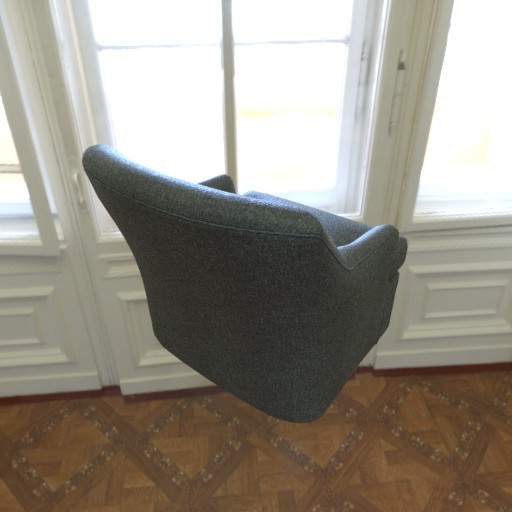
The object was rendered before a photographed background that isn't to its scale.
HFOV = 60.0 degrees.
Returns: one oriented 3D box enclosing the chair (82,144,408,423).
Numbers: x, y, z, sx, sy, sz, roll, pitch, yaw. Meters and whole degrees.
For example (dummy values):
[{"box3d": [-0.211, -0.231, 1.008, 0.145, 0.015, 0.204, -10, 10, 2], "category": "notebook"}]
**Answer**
[{"box3d": [0.000, 0.000, 1.571, 0.864, 0.856, 0.923, 23, 38, 32], "category": "chair"}]
